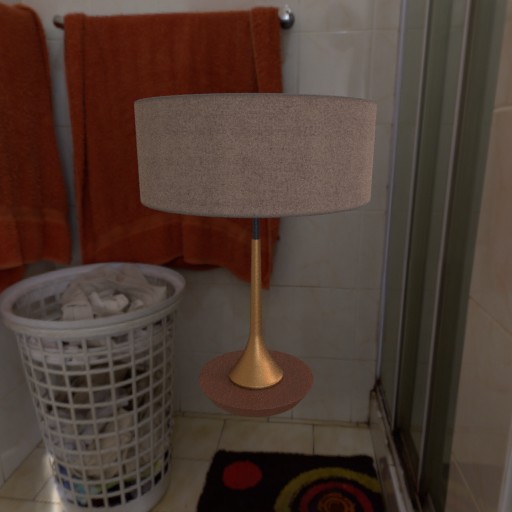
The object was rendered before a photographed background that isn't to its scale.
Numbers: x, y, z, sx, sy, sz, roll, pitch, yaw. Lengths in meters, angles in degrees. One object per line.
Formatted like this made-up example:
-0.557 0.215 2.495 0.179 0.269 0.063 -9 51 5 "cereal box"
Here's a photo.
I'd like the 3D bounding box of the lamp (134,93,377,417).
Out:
0.000 0.000 0.820 0.396 0.551 0.417 2 15 8 "lamp"
